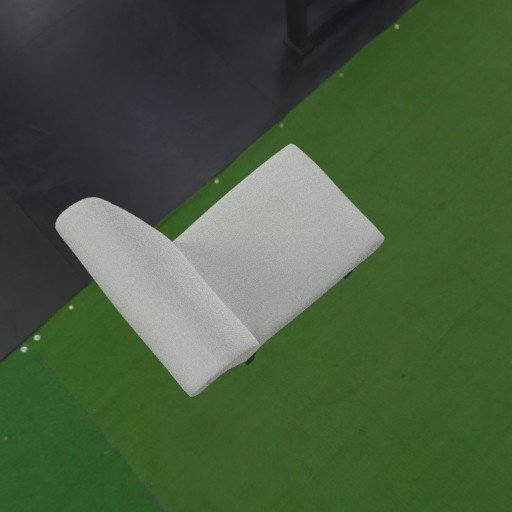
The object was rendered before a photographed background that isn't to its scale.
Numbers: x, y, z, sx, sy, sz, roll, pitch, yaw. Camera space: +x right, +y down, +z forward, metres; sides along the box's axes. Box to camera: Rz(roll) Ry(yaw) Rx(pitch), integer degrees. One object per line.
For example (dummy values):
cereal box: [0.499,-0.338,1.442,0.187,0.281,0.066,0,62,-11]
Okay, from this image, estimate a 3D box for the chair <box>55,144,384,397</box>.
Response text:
chair: [0.000,0.000,1.356,0.708,0.976,0.452,-40,78,-10]
